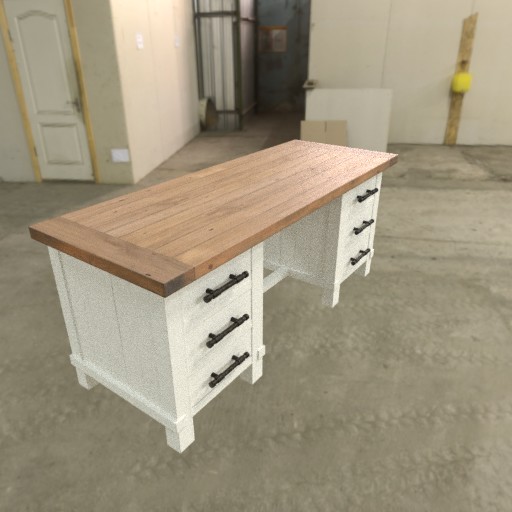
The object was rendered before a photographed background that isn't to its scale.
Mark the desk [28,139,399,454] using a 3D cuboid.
[{"bbox_3d":[0.000,0.000,2.215,0.688,0.760,1.803,18,32,32],"label":"desk"}]
